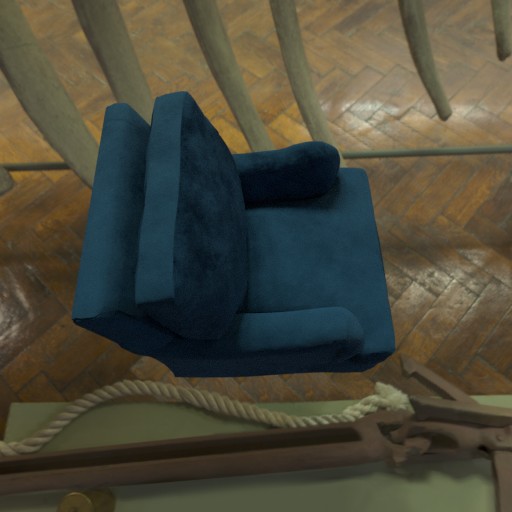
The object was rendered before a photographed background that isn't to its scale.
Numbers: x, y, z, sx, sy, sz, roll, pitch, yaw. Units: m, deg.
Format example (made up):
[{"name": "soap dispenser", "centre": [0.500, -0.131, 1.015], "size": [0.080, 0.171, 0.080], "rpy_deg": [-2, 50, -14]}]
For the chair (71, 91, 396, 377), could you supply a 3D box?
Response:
[{"name": "chair", "centre": [0.000, 0.000, 1.838], "size": [1.078, 1.076, 0.895], "rpy_deg": [-1, 64, -1]}]
